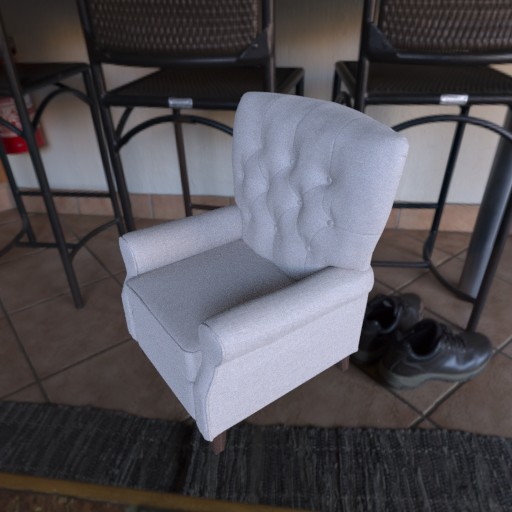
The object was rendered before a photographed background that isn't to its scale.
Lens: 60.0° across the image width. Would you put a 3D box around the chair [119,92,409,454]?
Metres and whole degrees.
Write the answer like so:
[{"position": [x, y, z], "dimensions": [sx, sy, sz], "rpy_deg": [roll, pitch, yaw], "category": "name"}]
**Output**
[{"position": [0.000, 0.000, 1.935], "dimensions": [1.025, 1.209, 0.942], "rpy_deg": [-21, 38, -30], "category": "chair"}]
